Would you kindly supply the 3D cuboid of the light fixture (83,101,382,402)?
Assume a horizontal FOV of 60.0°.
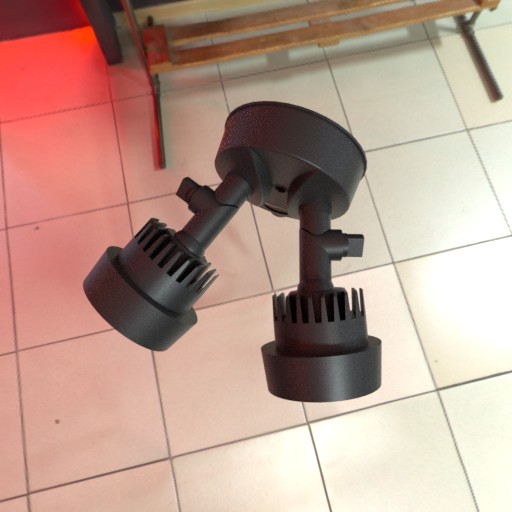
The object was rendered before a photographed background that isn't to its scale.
[{"bbox_3d":[0.000,0.000,0.310,0.213,0.120,0.168,19,75,5],"label":"light fixture"}]
